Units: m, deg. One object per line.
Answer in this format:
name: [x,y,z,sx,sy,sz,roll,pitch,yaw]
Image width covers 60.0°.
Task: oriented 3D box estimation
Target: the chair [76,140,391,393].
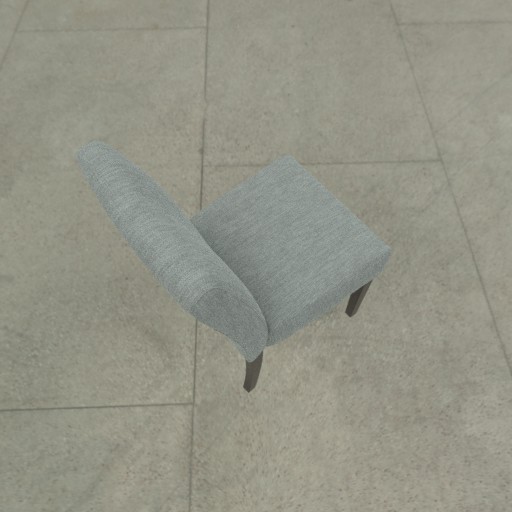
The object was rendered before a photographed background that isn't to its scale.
chair: [0.000,0.000,1.266,0.629,0.884,0.487,-33,65,-18]
